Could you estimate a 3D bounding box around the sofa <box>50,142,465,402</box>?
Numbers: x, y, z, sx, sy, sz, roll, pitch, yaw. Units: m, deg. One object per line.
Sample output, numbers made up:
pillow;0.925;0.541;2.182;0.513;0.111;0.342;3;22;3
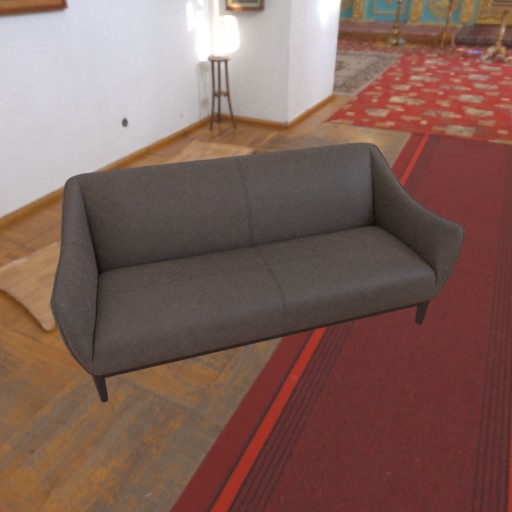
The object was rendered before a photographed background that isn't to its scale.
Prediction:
sofa;0.000;0.000;2.363;1.928;0.831;0.869;-10;34;-15
